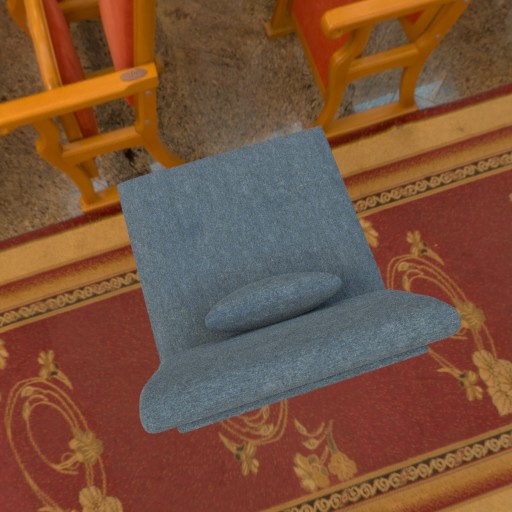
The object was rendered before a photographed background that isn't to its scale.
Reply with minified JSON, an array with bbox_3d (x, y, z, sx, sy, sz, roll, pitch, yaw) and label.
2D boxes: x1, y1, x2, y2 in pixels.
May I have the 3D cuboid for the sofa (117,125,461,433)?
[{"bbox_3d":[0.000,0.000,1.660,0.930,0.820,1.000,-17,76,-4],"label":"sofa"}]
